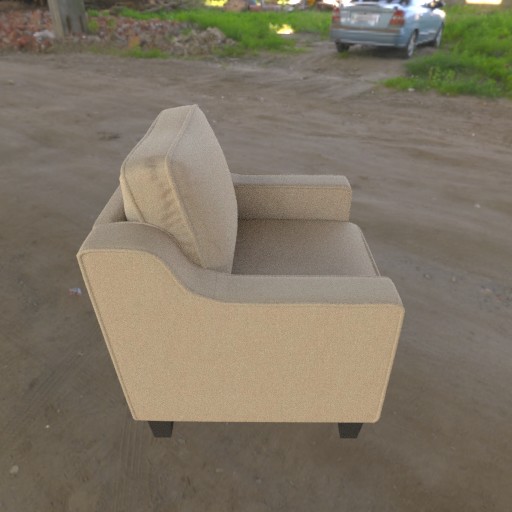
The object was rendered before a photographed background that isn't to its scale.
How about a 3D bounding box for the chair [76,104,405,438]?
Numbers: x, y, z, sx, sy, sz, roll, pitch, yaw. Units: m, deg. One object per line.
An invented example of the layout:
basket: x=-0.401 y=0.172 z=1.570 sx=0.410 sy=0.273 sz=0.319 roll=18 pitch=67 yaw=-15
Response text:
chair: x=0.000 y=0.000 z=1.618 sx=0.882 sy=0.948 sz=0.922 roll=0 pitch=32 yaw=0
